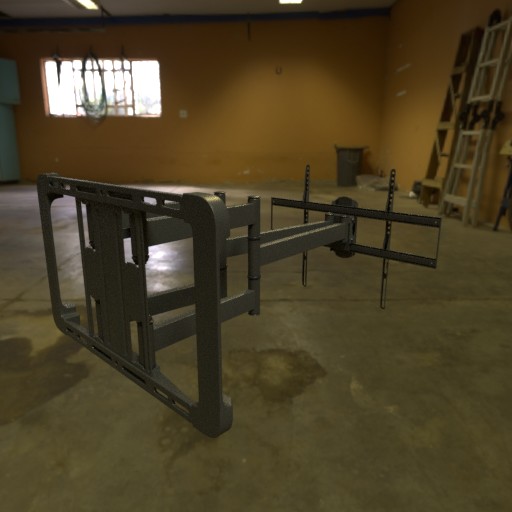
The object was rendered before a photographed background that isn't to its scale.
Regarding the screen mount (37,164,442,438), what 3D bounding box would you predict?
[{"bbox_3d":[0.000,0.000,1.279,0.725,0.483,0.905,14,20,43],"label":"screen mount"}]
